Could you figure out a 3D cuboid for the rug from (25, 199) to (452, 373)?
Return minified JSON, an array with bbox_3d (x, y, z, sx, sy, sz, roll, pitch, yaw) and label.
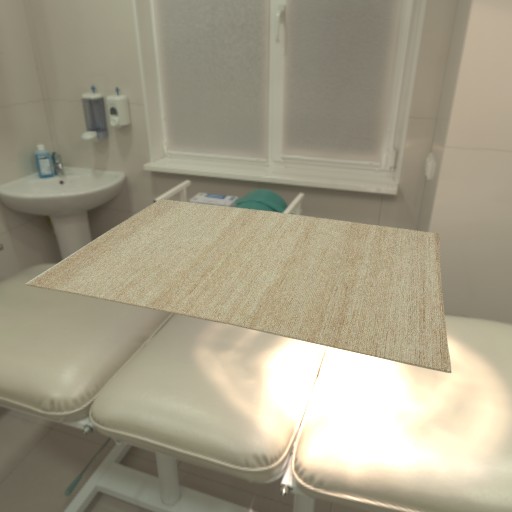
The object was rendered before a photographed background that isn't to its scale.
[{"bbox_3d":[0.000,0.000,2.935,2.346,0.029,1.574,9,28,17],"label":"rug"}]
